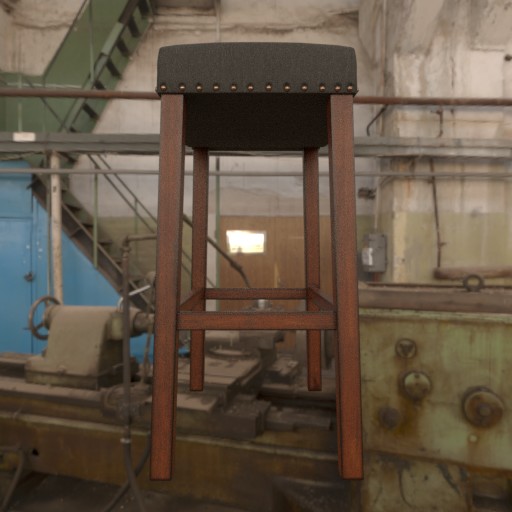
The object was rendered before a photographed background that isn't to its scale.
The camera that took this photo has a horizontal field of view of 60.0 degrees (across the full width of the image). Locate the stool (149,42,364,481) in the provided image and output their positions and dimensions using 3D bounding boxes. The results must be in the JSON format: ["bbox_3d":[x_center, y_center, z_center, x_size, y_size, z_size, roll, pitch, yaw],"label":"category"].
[{"bbox_3d":[0.000,0.000,0.999,0.366,0.760,0.502,0,1,0],"label":"stool"}]
